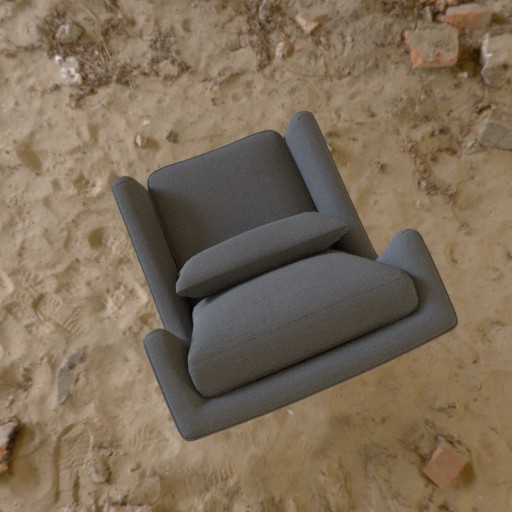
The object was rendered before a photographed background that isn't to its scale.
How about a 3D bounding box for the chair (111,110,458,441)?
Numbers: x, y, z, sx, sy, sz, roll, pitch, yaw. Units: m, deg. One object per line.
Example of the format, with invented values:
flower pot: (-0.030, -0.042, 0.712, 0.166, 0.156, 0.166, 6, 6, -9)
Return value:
chair: (0.000, 0.000, 1.772, 0.866, 1.056, 1.040, -21, 77, -5)
